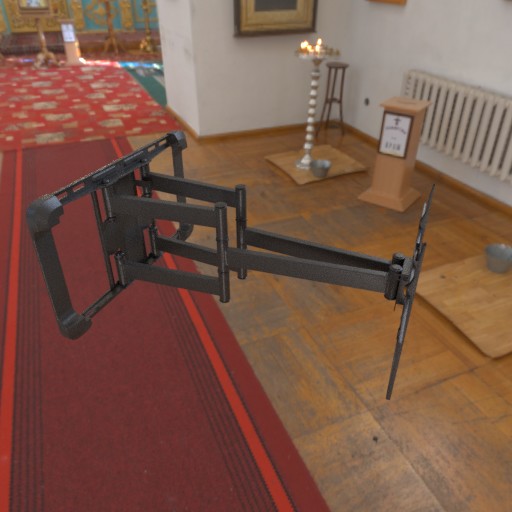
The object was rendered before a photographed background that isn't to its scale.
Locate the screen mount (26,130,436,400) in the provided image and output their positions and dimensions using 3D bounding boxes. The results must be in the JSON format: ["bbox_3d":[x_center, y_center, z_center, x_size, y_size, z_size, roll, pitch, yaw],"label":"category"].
[{"bbox_3d":[0.000,0.000,1.318,0.905,0.483,0.725,12,34,18],"label":"screen mount"}]
